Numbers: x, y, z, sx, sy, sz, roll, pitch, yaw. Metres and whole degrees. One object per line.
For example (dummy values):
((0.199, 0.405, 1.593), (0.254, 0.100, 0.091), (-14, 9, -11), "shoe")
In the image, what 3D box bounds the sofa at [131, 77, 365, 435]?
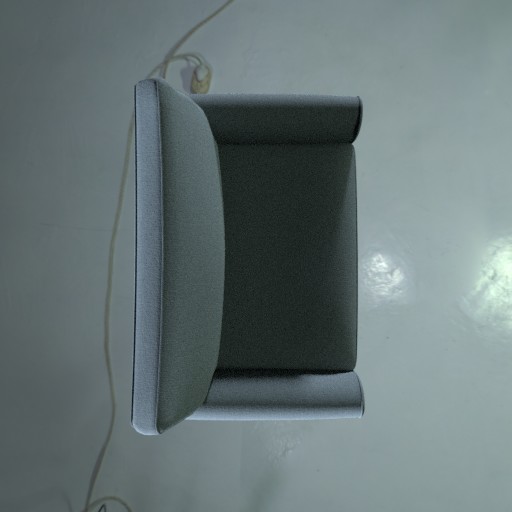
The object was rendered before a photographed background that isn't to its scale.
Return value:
((0.000, 0.000, 2.002), (0.940, 0.953, 1.410), (0, 89, -1), "sofa")
